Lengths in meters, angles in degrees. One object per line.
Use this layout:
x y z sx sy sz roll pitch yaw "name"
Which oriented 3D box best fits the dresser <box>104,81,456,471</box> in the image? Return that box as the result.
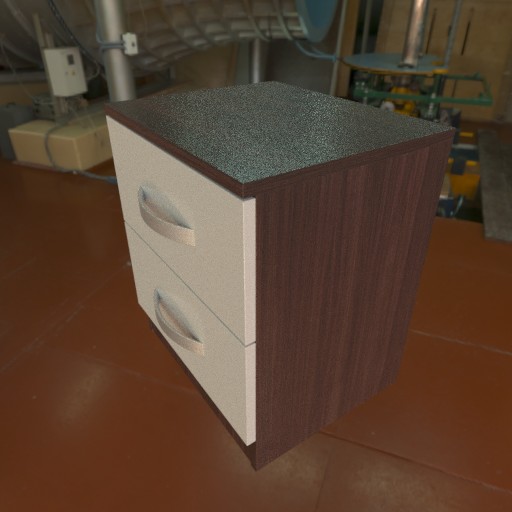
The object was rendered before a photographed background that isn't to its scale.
0.000 0.000 0.756 0.360 0.470 0.400 -20 37 -29 "dresser"
